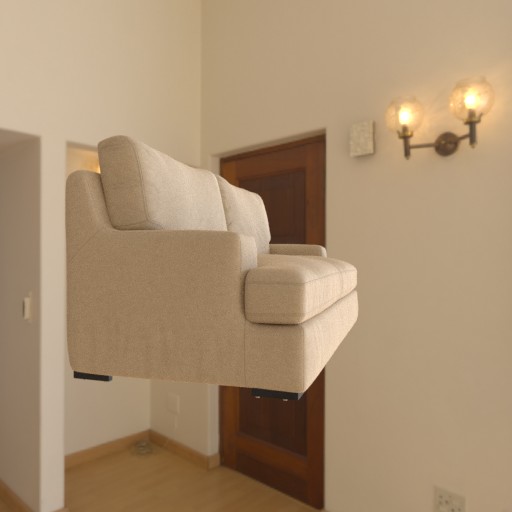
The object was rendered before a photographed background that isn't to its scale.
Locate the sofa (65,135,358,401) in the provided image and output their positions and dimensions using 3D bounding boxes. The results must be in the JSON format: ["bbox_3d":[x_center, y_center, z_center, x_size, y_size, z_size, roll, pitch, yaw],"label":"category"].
[{"bbox_3d":[0.000,0.000,2.439,0.962,0.967,1.885,0,0,18],"label":"sofa"}]
